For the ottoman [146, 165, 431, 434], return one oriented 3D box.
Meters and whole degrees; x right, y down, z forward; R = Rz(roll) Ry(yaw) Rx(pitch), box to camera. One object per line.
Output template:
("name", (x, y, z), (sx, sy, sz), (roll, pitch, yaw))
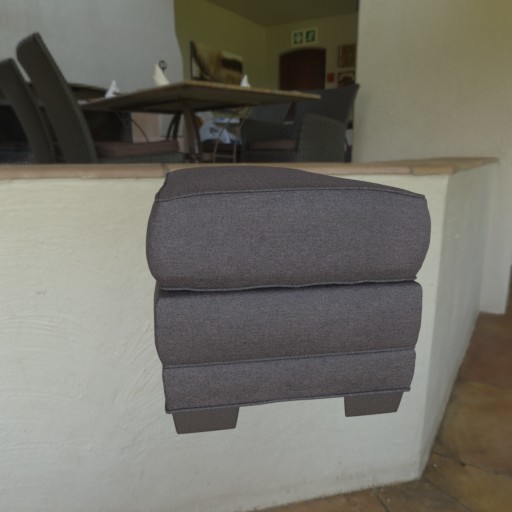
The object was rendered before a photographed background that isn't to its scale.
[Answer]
("ottoman", (0.000, 0.000, 1.146), (0.490, 0.448, 0.864), (-2, 14, -9))
